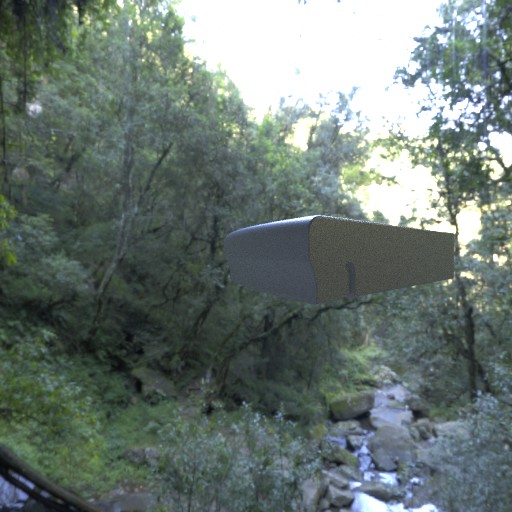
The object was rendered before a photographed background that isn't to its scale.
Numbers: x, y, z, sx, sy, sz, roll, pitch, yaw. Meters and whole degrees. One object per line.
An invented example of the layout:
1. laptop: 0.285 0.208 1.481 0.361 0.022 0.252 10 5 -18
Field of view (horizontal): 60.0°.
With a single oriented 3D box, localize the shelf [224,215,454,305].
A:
1. shelf: 0.000 0.000 0.453 0.310 0.050 0.310 0 1 37
